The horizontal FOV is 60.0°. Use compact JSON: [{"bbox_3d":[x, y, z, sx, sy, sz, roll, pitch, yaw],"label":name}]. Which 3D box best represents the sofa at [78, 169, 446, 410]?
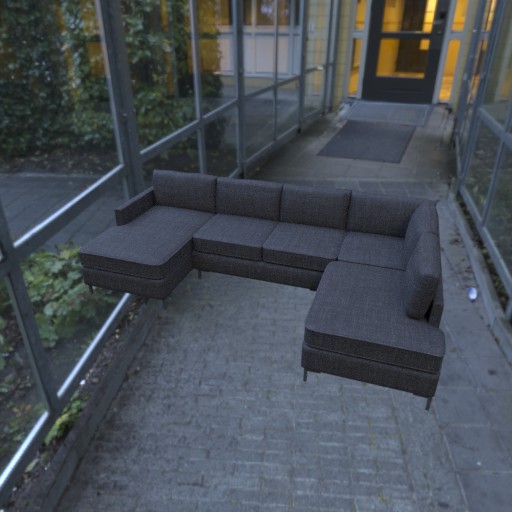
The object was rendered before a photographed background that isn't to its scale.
[{"bbox_3d":[0.000,0.000,4.358,3.423,0.999,2.048,9,29,16],"label":"sofa"}]
